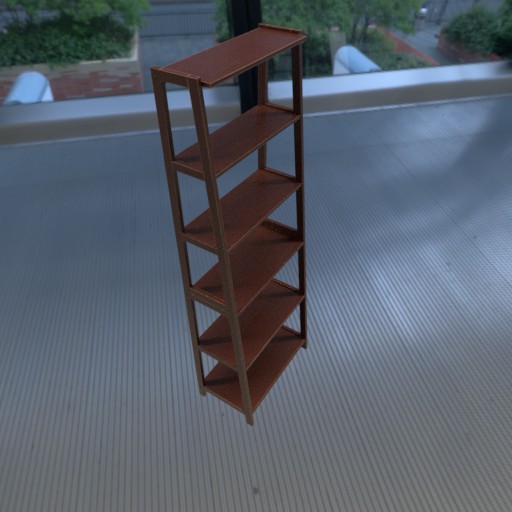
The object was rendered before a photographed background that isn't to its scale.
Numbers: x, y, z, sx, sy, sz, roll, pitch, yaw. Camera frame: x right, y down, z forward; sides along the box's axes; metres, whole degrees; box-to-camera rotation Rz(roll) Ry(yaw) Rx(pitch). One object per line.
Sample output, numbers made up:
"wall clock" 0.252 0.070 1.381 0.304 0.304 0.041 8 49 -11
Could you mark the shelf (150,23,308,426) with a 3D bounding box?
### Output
"shelf" 0.000 0.000 2.165 0.381 1.892 0.660 23 46 24
